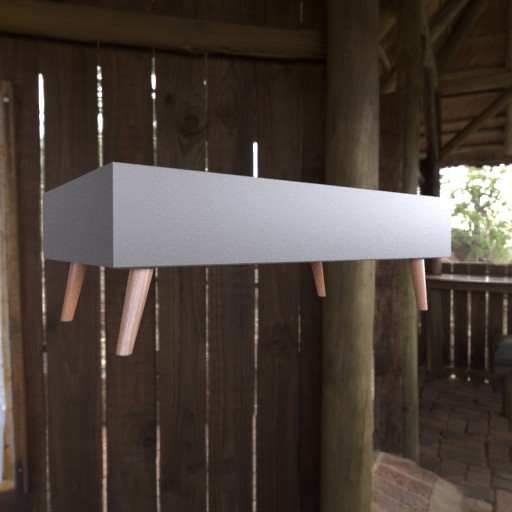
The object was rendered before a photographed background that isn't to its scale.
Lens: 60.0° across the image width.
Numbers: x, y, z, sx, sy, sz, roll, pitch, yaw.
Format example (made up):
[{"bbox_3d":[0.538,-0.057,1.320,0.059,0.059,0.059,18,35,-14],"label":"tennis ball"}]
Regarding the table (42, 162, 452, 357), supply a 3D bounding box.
[{"bbox_3d":[0.000,0.000,1.505,1.201,0.404,0.703,-1,2,-36],"label":"table"}]
